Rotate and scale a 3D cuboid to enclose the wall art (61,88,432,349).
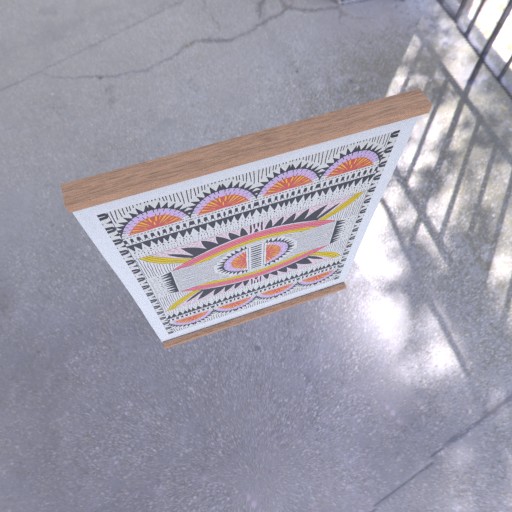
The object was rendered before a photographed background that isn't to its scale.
[{"bbox_3d":[0.000,0.000,0.698,0.403,0.527,0.028,-17,65,-8],"label":"wall art"}]
